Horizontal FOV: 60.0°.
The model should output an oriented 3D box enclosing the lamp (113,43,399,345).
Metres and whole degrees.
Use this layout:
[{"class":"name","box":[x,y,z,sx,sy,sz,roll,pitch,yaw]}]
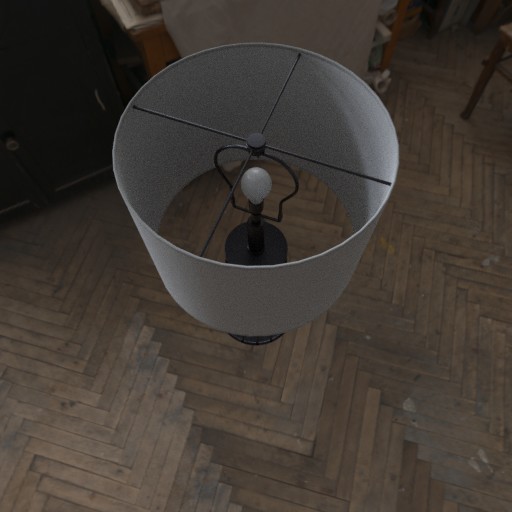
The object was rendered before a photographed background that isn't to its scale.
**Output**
[{"class":"lamp","box":[0.000,0.000,0.766,0.322,0.593,0.322,19,65,9]}]
